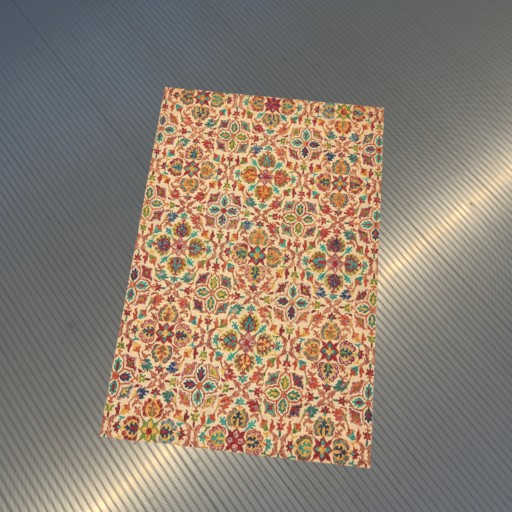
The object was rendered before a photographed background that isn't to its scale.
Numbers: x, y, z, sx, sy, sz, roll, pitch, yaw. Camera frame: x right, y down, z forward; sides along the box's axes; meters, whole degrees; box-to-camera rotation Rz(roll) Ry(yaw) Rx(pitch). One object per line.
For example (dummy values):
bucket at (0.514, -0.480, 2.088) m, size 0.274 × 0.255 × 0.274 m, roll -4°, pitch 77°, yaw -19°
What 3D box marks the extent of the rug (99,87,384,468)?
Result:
rug at (0.000, 0.000, 2.226) m, size 1.226 × 0.013 × 1.838 m, roll 6°, pitch 75°, yaw 2°
